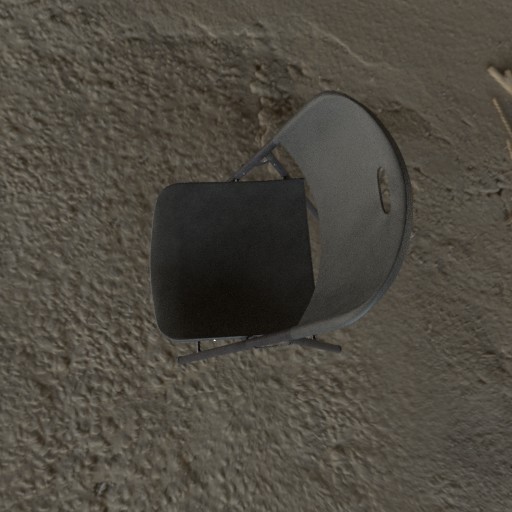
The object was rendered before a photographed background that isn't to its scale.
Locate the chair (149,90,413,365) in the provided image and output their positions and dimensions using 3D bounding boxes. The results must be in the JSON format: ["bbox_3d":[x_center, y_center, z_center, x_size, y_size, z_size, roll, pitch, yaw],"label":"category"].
[{"bbox_3d":[0.000,0.000,1.181,0.567,0.810,0.494,-4,74,-1],"label":"chair"}]
